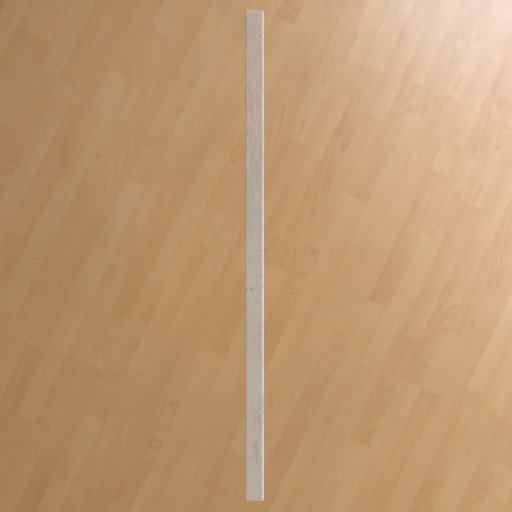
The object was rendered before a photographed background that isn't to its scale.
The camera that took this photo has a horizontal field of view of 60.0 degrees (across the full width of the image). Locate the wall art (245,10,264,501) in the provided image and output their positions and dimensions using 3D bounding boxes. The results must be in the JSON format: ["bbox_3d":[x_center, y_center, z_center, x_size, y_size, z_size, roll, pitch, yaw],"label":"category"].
[{"bbox_3d":[0.000,0.000,1.295,0.038,0.762,1.016,0,90,1],"label":"wall art"}]
